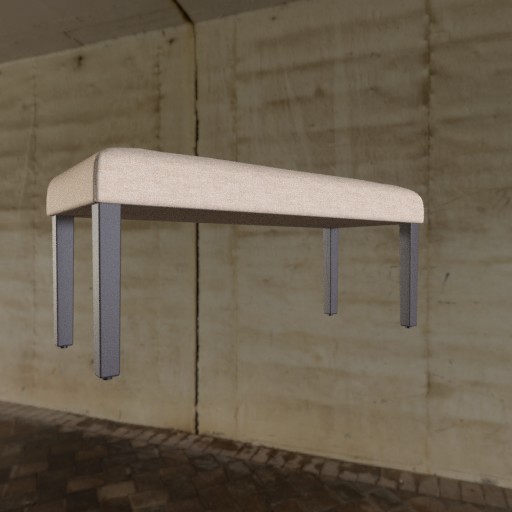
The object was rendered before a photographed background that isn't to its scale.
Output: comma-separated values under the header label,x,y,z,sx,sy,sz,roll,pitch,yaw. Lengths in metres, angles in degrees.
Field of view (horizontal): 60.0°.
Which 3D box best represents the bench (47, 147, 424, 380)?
label,x,y,z,sx,sy,sz,roll,pitch,yaw
bench,0.000,0.000,1.251,1.013,0.456,0.407,0,1,-36
